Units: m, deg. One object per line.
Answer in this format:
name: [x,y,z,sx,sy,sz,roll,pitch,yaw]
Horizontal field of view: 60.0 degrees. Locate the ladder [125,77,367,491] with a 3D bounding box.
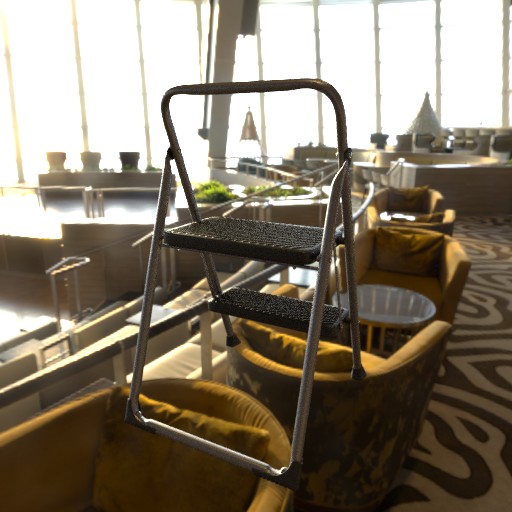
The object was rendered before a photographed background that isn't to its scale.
ladder: [0.000,0.000,0.992,0.430,0.720,0.472,9,18,27]
